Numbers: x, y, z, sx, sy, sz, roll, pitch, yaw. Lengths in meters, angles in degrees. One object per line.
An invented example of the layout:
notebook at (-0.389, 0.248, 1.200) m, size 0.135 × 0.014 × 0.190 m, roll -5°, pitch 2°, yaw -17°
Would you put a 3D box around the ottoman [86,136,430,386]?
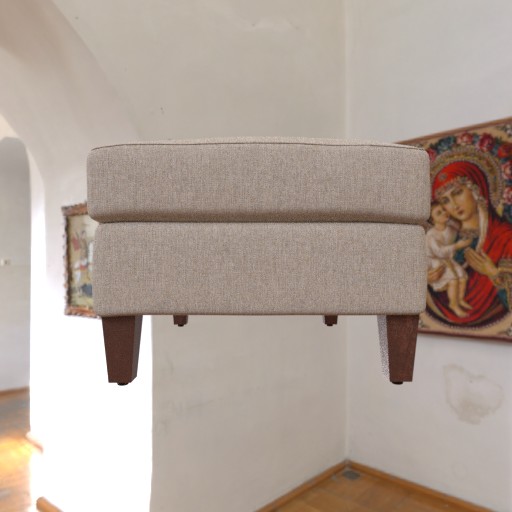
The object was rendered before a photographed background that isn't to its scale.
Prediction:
ottoman at (0.000, 0.000, 1.269) m, size 0.677 × 0.519 × 0.898 m, roll 0°, pitch 0°, yaw -1°
